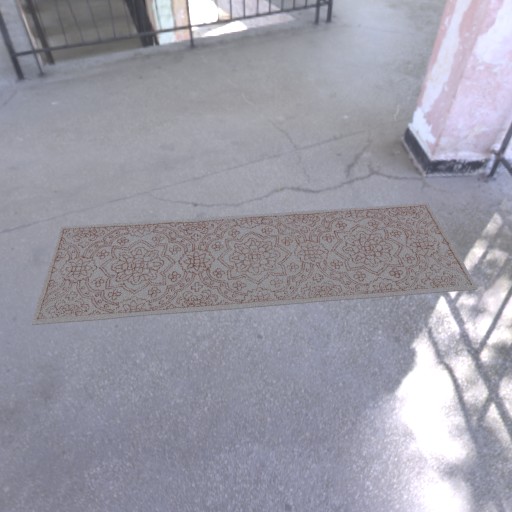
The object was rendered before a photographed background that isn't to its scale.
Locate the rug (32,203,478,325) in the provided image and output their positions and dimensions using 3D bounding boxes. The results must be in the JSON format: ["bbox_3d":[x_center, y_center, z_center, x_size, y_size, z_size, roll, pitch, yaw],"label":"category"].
[{"bbox_3d":[0.000,0.000,2.674,2.448,0.012,0.769,-4,46,-4],"label":"rug"}]
